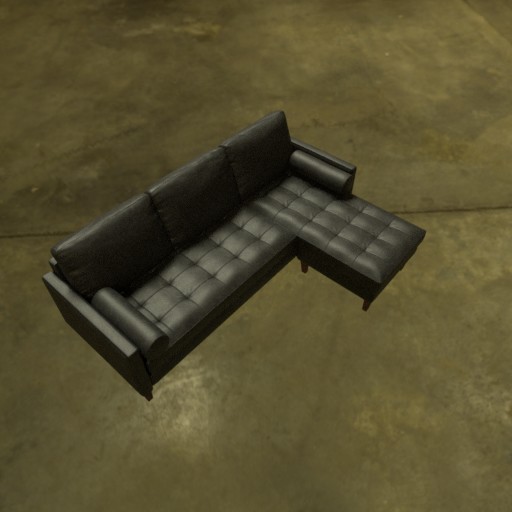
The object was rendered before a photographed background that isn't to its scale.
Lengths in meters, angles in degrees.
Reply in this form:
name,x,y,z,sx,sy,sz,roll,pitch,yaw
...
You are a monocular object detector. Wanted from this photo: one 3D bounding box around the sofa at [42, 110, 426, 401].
name,x,y,z,sx,sy,sz,roll,pitch,yaw
sofa,0.000,0.000,2.959,1.497,0.876,2.178,33,55,26
